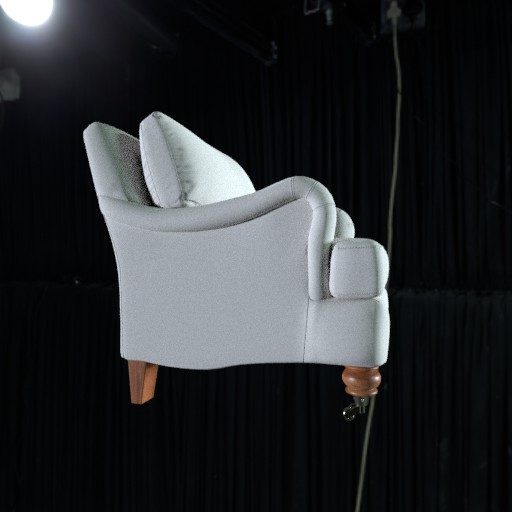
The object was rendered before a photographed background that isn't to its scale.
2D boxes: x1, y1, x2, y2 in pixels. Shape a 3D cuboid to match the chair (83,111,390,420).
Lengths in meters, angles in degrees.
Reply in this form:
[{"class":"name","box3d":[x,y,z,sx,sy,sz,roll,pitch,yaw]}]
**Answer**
[{"class":"chair","box3d":[0.000,0.000,1.863,1.070,1.038,0.955,0,-1,16]}]
